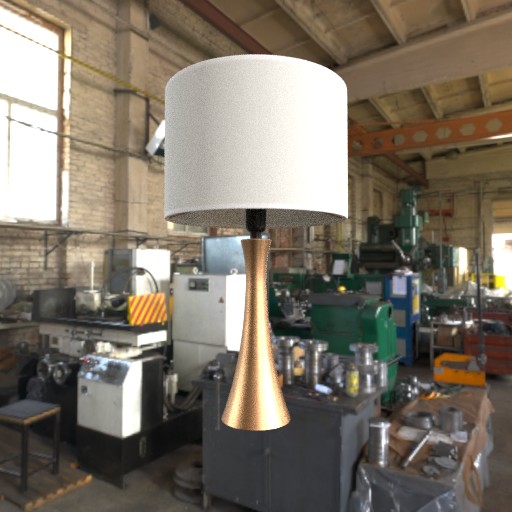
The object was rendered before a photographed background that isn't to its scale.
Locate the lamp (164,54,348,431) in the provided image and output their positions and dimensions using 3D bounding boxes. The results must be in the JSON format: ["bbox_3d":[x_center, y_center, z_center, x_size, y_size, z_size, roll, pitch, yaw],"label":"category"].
[{"bbox_3d":[0.000,0.000,0.660,0.268,0.479,0.268,0,-2,-1],"label":"lamp"}]
